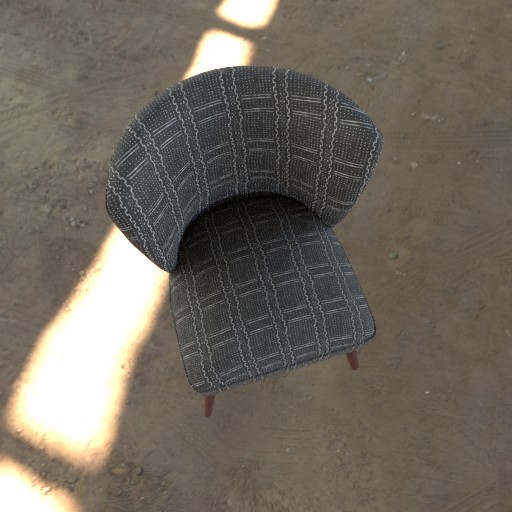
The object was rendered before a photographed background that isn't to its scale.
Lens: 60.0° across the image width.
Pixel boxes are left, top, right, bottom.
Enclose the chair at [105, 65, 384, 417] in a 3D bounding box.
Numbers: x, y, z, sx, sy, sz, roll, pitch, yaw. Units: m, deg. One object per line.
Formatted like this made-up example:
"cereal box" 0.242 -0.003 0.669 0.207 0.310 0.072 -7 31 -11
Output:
"chair" 0.000 0.000 1.418 0.710 0.866 0.758 -15 66 -7
